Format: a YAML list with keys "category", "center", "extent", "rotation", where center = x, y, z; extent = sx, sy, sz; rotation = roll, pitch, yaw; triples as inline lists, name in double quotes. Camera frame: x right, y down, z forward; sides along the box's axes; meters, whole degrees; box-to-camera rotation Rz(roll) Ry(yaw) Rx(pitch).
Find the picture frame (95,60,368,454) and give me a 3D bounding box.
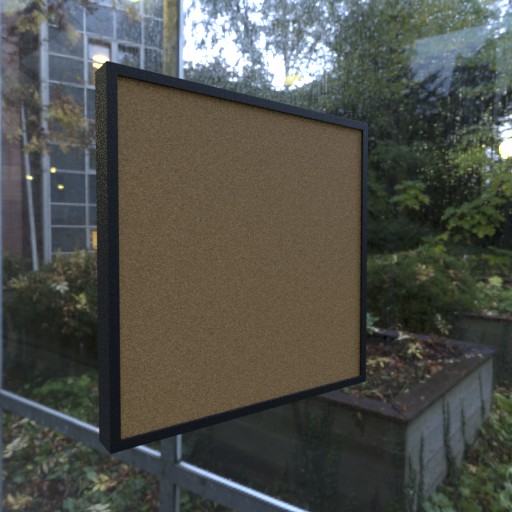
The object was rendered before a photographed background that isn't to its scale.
- category: "picture frame"
  center: [0.000, 0.000, 0.463]
  extent: [0.317, 0.317, 0.030]
  rotation: [-1, 2, -36]
